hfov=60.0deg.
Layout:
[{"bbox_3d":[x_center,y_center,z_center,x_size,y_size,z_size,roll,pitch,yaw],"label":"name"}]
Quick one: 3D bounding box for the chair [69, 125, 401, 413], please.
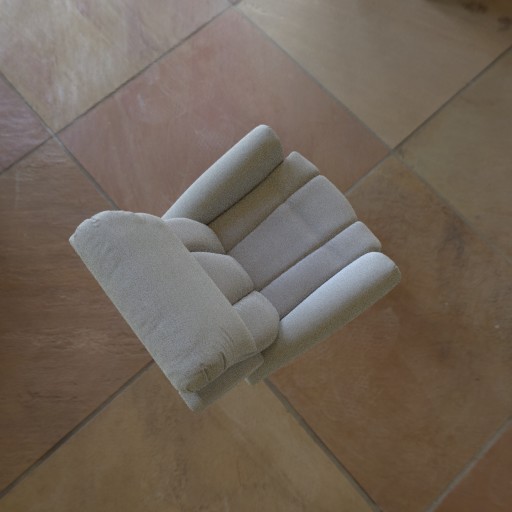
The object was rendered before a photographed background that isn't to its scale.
[{"bbox_3d":[0.000,0.000,1.759,0.979,1.031,0.871,-38,78,-9],"label":"chair"}]
